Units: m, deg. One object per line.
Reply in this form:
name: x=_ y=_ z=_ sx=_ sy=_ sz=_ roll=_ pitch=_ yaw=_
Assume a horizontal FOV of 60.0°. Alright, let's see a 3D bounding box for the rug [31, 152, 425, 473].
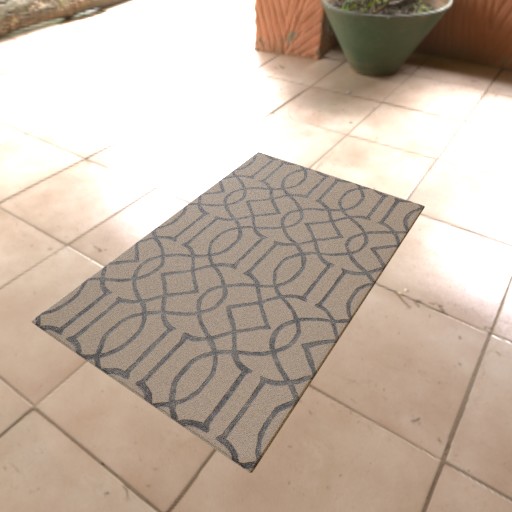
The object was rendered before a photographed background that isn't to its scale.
rug: x=0.000 y=0.000 z=2.950 sx=1.521 sy=0.017 sz=2.365 roll=24 pitch=47 yaw=24
